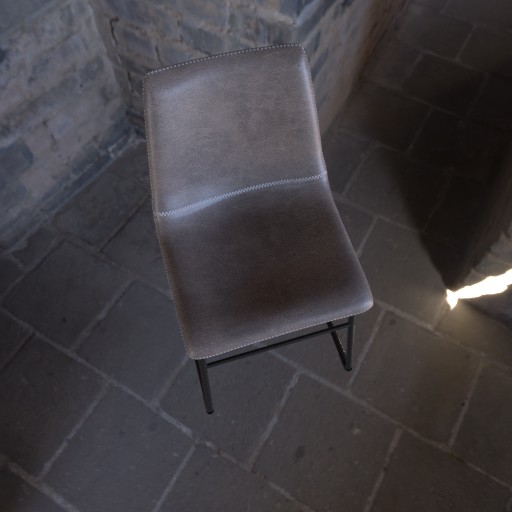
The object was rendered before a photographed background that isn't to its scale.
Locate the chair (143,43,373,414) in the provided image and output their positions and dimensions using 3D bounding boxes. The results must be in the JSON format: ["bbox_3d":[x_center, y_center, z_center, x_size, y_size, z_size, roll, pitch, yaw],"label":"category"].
[{"bbox_3d":[0.000,0.000,1.120,0.460,0.780,0.550,-15,63,-8],"label":"chair"}]
